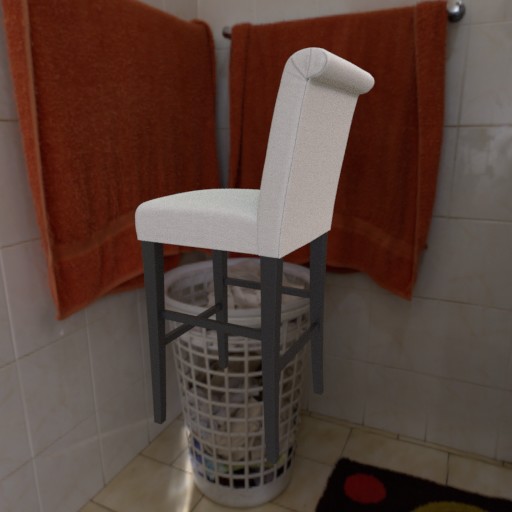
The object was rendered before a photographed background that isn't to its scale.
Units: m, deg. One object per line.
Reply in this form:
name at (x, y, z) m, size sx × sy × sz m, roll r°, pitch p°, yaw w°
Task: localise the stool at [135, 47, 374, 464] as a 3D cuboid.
stool at (0.000, 0.000, 1.427) m, size 0.597 × 1.124 × 0.452 m, roll 7°, pitch 17°, yaw 26°
